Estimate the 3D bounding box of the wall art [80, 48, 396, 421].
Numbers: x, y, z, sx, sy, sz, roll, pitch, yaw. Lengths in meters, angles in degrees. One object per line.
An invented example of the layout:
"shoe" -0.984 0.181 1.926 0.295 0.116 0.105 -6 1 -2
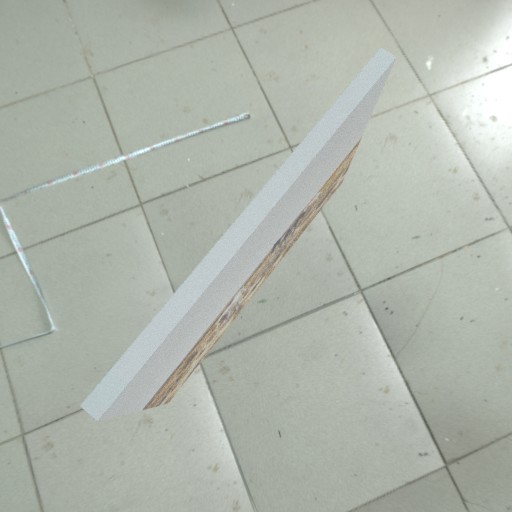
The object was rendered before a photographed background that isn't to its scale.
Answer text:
"wall art" 0.000 0.000 1.411 0.051 0.761 1.138 37 77 10
